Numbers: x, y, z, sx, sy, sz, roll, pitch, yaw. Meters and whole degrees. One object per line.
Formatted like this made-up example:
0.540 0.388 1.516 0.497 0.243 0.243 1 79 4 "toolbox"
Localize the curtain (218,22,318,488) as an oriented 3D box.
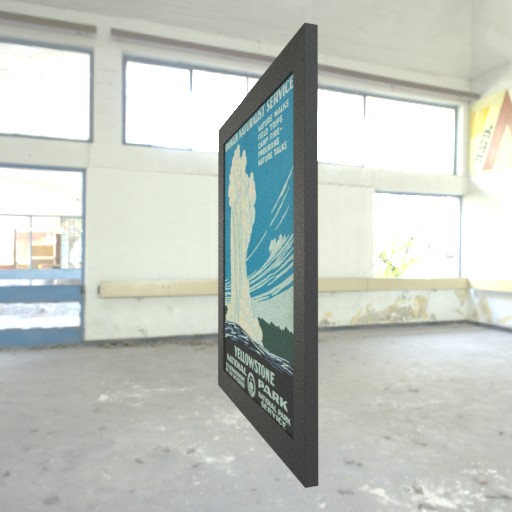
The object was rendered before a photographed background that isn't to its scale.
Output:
0.000 0.000 0.791 0.027 0.585 0.483 0 -1 -18 "curtain"
